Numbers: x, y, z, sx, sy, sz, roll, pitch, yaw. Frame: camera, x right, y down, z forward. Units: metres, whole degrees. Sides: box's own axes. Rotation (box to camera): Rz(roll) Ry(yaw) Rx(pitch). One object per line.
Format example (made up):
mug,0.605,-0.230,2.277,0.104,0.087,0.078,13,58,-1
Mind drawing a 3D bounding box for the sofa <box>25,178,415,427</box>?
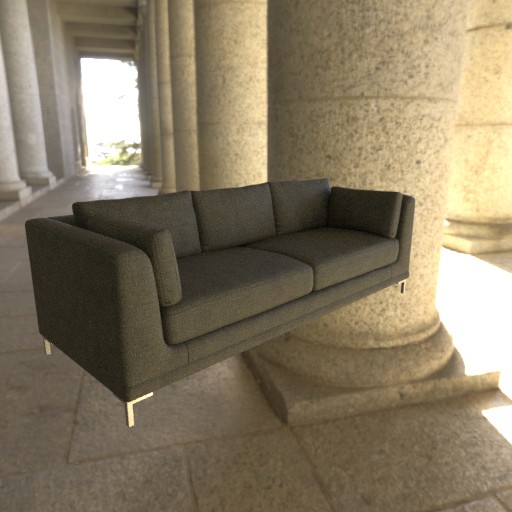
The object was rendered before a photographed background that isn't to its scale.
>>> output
sofa,0.000,0.000,2.853,2.415,0.867,0.969,-14,20,-43
